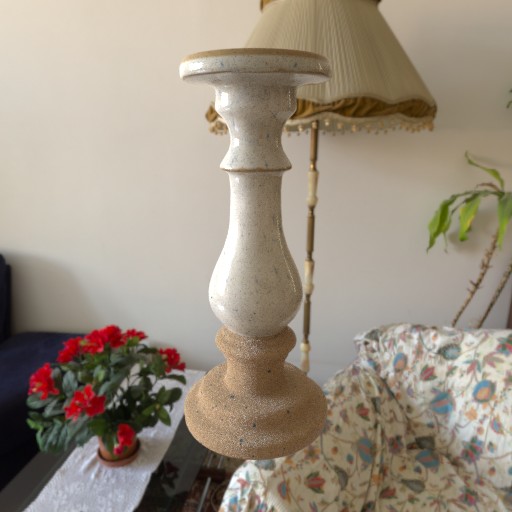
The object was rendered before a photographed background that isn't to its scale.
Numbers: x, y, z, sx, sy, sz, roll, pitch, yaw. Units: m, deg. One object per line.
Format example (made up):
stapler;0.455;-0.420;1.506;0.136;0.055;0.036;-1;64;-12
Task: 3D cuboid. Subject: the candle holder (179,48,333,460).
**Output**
candle holder;0.000;0.000;0.249;0.088;0.203;0.088;0;16;0
